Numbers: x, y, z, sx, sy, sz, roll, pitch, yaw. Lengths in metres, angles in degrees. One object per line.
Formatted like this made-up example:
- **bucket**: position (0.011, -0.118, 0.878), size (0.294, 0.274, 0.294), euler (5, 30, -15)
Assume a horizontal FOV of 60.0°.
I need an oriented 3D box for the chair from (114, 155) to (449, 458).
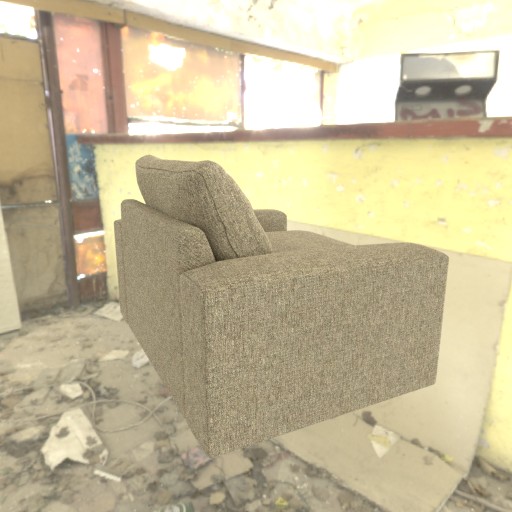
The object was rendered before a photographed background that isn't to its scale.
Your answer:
- **chair**: position (0.000, 0.000, 2.067), size (1.039, 0.915, 1.398), euler (-7, 15, -26)
